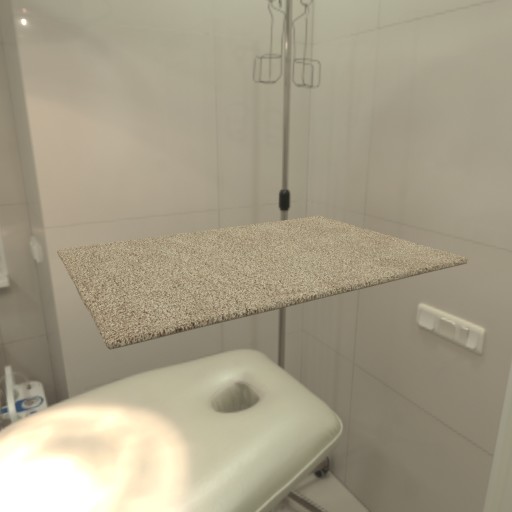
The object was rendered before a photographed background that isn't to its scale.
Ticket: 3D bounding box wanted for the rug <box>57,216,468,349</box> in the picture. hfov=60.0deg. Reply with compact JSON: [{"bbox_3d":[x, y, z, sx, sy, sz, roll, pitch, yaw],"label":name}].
[{"bbox_3d":[0.000,0.000,2.311,1.778,0.030,1.219,-10,19,-29],"label":"rug"}]
